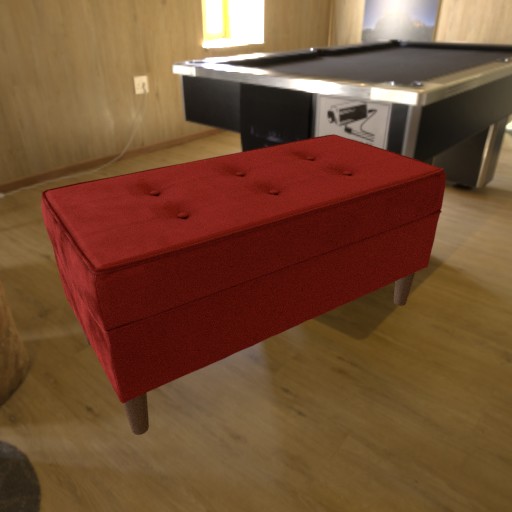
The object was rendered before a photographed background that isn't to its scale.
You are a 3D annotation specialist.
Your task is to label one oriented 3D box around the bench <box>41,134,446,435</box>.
[{"bbox_3d":[0.000,0.000,1.290,1.016,0.471,0.492,-18,35,-29],"label":"bench"}]
